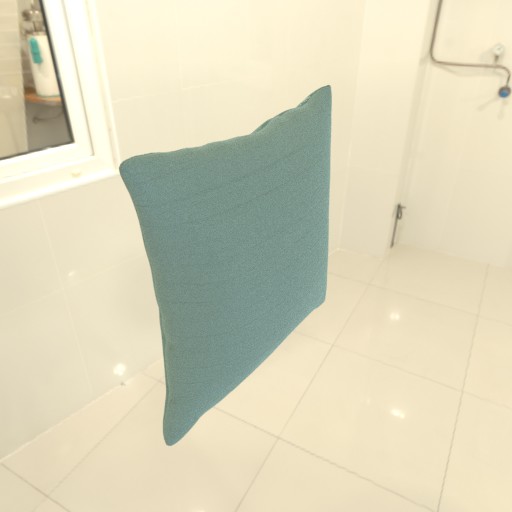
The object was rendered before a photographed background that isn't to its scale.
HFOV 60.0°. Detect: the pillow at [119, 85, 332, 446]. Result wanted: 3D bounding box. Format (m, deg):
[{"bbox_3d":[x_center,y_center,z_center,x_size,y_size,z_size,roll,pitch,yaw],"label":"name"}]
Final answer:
[{"bbox_3d":[0.000,0.000,0.729,0.175,0.464,0.470,21,37,30],"label":"pillow"}]
